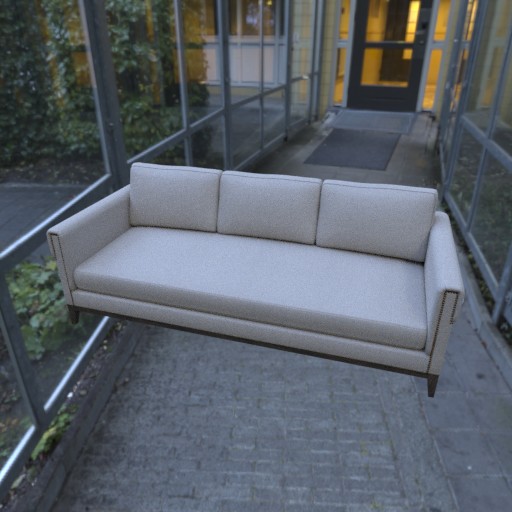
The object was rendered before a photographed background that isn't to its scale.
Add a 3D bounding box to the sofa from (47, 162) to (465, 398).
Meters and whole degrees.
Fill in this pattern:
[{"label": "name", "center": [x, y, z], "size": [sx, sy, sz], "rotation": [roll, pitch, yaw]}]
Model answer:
[{"label": "sofa", "center": [0.000, 0.000, 2.727], "size": [2.210, 0.838, 0.959], "rotation": [8, 28, 15]}]
